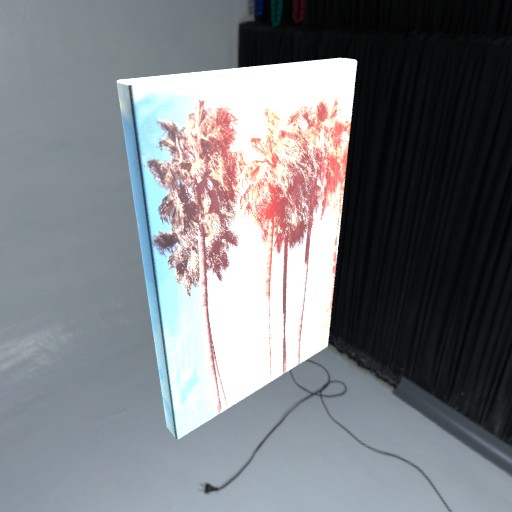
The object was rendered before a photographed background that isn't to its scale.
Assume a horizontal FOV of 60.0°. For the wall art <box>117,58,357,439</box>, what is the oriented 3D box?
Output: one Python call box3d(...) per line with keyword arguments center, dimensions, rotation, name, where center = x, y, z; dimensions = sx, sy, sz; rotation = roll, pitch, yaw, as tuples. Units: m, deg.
box3d(center=(0.000, 0.000, 0.776), dimensions=(0.401, 0.610, 0.038), rotation=(-22, 36, -34), name="wall art")
